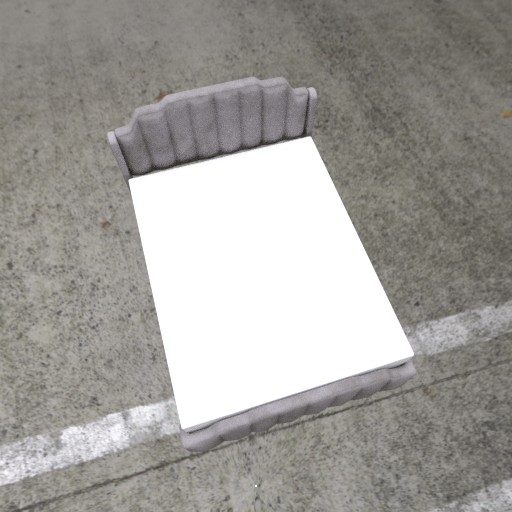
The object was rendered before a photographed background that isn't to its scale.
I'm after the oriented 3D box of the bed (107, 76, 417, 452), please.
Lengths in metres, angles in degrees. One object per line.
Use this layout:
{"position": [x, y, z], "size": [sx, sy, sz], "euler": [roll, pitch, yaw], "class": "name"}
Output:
{"position": [0.000, 0.000, 3.336], "size": [1.676, 1.245, 2.340], "euler": [-15, 64, -8], "class": "bed"}
